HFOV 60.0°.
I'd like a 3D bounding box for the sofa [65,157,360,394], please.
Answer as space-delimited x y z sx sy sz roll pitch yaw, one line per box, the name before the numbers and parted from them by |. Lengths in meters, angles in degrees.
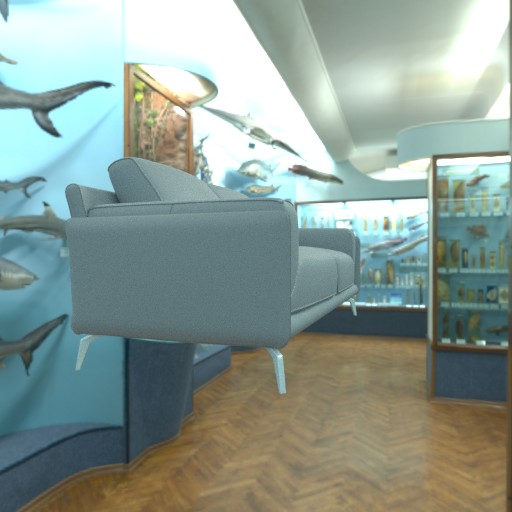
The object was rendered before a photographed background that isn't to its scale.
sofa | 0.000 0.000 2.566 0.969 0.900 2.100 0 0 19
